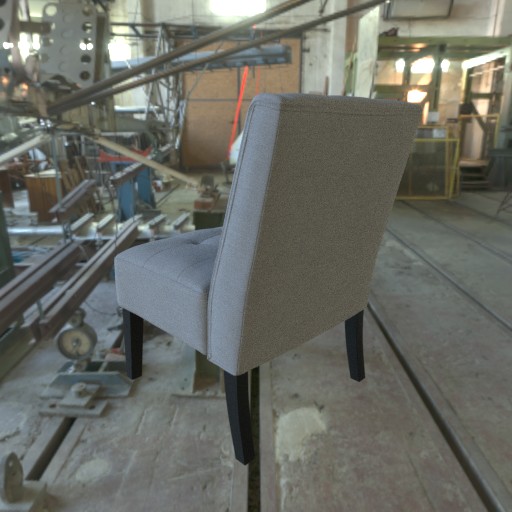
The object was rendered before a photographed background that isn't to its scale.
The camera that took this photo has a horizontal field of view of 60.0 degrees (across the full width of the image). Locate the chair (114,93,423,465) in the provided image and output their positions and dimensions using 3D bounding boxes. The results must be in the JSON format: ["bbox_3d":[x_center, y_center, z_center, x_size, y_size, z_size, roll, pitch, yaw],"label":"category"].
[{"bbox_3d":[0.000,0.000,1.288,0.676,0.853,0.569,16,23,42],"label":"chair"}]
